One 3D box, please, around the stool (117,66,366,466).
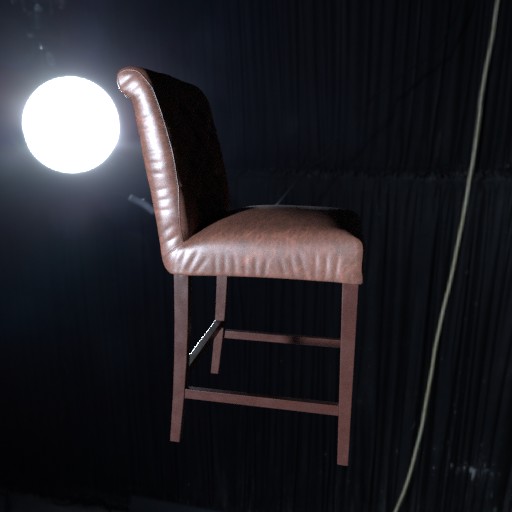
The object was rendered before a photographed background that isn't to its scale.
[{"bbox_3d":[0.000,0.000,1.407,0.660,1.084,0.486,3,14,11],"label":"stool"}]
